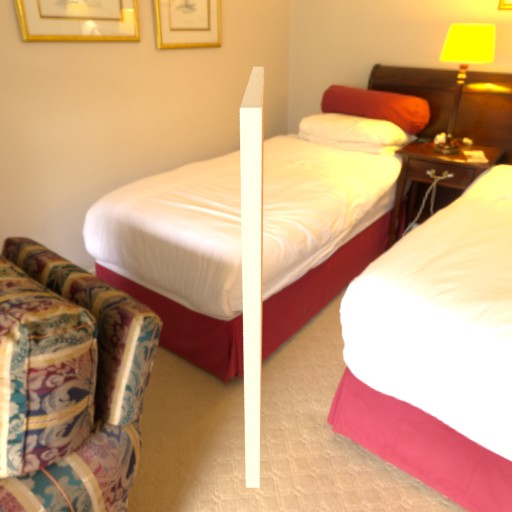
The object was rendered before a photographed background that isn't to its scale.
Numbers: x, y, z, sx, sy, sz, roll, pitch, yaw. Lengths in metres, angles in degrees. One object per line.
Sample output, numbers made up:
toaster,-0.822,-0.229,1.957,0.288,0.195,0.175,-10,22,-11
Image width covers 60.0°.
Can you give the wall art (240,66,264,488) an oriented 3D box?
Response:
wall art,0.000,0.000,0.724,0.020,0.536,0.444,1,27,1
